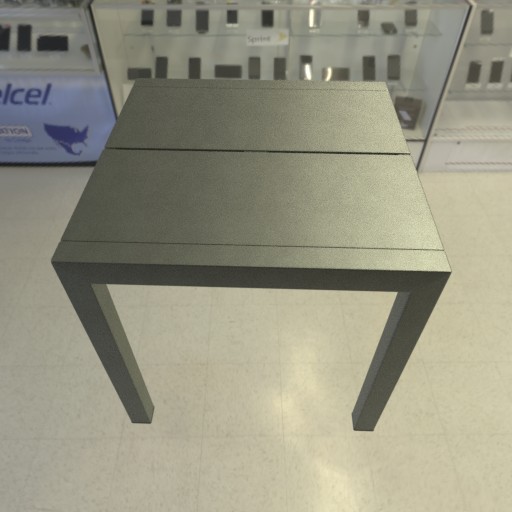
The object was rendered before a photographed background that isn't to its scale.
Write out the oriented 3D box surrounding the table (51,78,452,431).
[{"bbox_3d":[0.000,0.000,0.913,0.508,0.508,0.508,1,47,1],"label":"table"}]
